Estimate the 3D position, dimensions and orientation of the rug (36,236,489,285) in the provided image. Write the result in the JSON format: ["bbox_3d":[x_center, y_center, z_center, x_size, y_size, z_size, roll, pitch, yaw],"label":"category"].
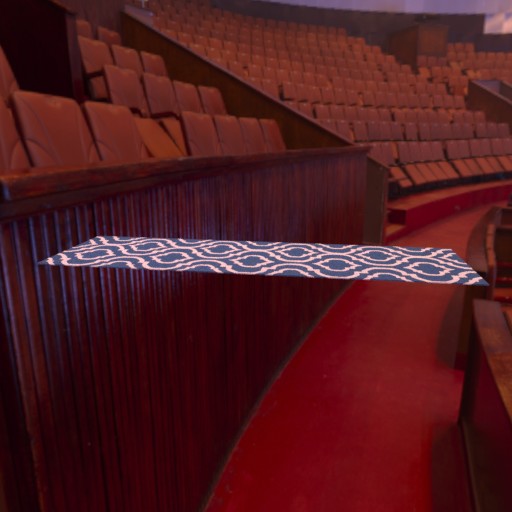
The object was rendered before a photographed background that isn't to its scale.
[{"bbox_3d":[0.000,0.000,2.552,2.296,0.006,0.685,2,15,9],"label":"rug"}]
